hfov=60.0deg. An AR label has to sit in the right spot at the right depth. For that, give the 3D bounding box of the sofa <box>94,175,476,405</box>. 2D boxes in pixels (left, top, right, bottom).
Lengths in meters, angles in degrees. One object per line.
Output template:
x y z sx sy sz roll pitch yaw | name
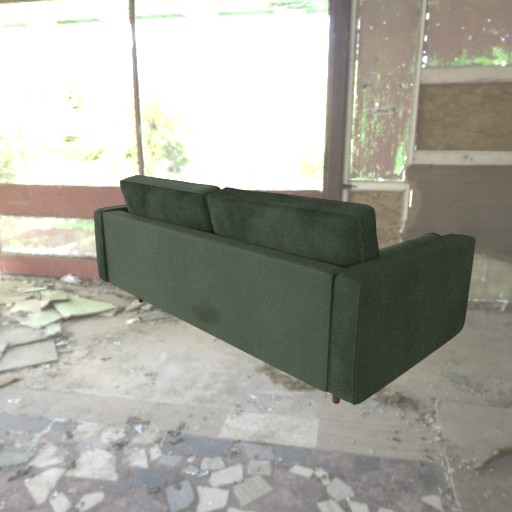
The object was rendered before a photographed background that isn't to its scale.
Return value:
0.000 0.000 2.319 0.916 0.772 1.880 -14 21 -42 | sofa
